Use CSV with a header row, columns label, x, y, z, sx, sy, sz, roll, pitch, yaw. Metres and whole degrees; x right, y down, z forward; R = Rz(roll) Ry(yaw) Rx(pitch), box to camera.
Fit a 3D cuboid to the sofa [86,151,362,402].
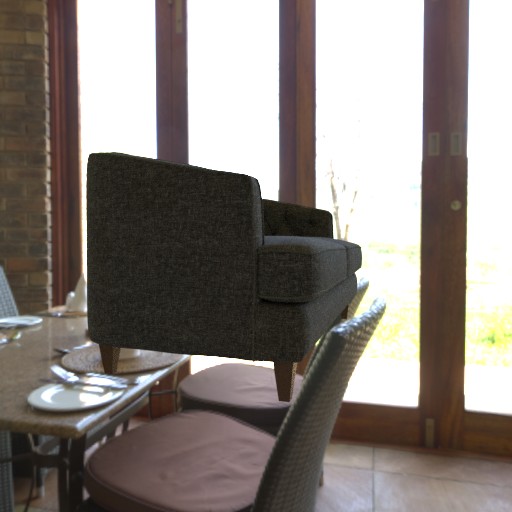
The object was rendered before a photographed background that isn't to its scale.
label,x,y,z,sx,sy,sz,roll,pitch,yaw
sofa,0.000,0.000,2.240,0.941,0.855,1.733,1,2,18
